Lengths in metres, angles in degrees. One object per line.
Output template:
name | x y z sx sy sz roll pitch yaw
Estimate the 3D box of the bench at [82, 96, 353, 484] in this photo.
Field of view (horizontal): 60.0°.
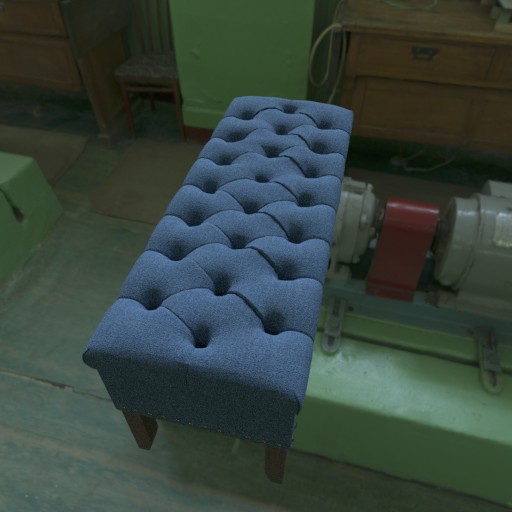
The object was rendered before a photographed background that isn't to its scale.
bench | 0.000 0.000 1.276 0.417 0.492 1.052 10 46 9
